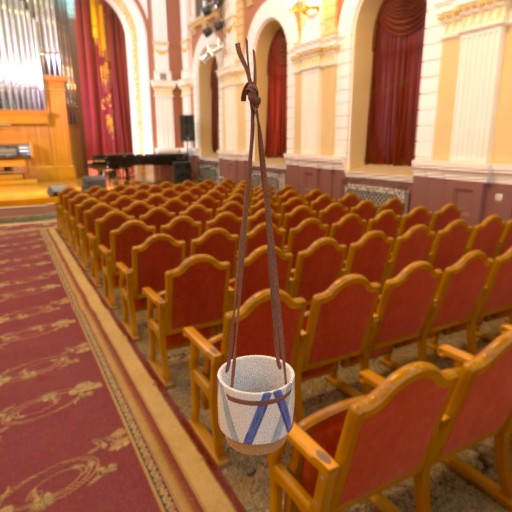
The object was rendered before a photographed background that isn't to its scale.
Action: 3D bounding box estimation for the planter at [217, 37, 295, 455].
[{"bbox_3d":[0.000,0.000,0.812,0.153,0.753,0.157,-8,16,-27],"label":"planter"}]
